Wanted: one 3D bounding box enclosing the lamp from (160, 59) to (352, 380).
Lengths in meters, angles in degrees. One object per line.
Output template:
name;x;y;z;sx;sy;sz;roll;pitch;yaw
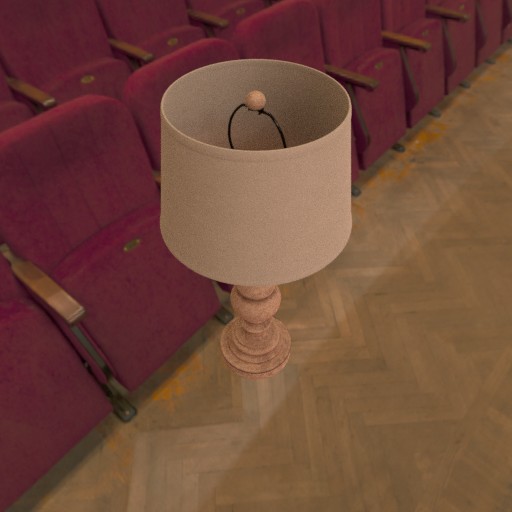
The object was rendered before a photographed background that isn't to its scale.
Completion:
lamp;0.000;0.000;0.874;0.340;0.678;0.340;0;47;0
